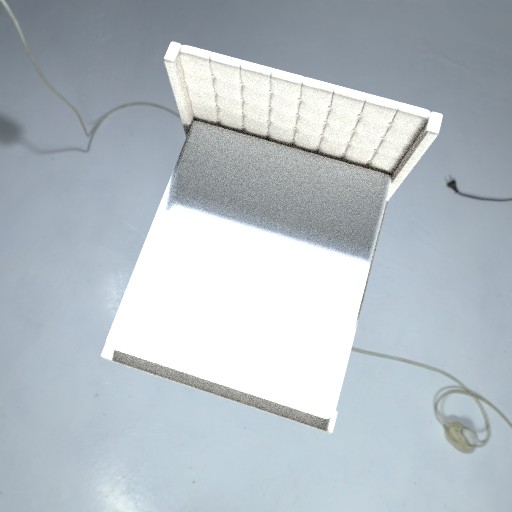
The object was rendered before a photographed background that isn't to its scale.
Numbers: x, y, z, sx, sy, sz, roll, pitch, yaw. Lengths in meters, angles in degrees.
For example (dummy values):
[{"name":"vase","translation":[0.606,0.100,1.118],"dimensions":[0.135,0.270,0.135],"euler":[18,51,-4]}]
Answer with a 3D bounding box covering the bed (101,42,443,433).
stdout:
[{"name":"bed","translation":[0.000,0.000,3.738],"dimensions":[2.045,1.743,2.370],"euler":[17,76,4]}]
